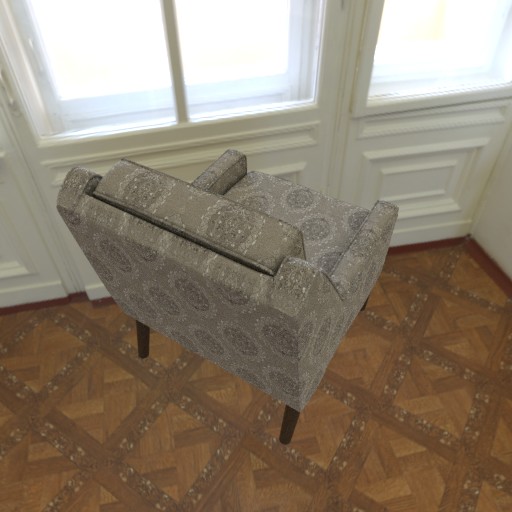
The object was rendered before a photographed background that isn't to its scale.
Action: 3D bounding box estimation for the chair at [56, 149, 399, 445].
[{"bbox_3d":[0.000,0.000,1.367,0.665,0.797,0.750,24,50,22],"label":"chair"}]
